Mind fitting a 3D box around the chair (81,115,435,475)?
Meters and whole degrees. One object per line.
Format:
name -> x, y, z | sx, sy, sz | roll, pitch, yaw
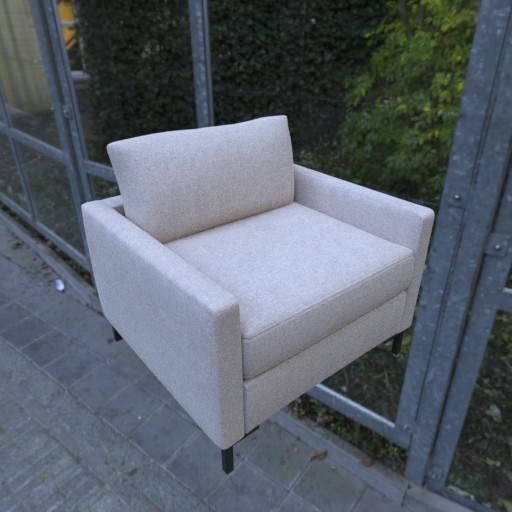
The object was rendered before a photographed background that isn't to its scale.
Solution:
chair -> 0.000, 0.000, 1.641 | 0.963, 0.861, 0.866 | -21, 35, -34
